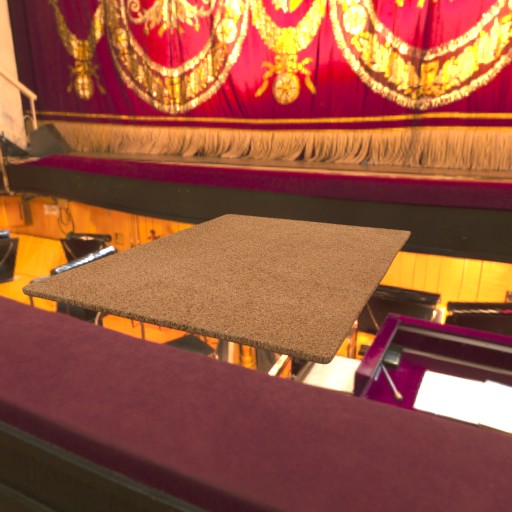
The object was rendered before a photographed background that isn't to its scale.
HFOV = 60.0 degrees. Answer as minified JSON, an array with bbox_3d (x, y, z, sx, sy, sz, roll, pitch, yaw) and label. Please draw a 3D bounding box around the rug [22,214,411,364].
[{"bbox_3d":[0.000,0.000,2.095,1.199,0.025,1.600,8,18,25],"label":"rug"}]
